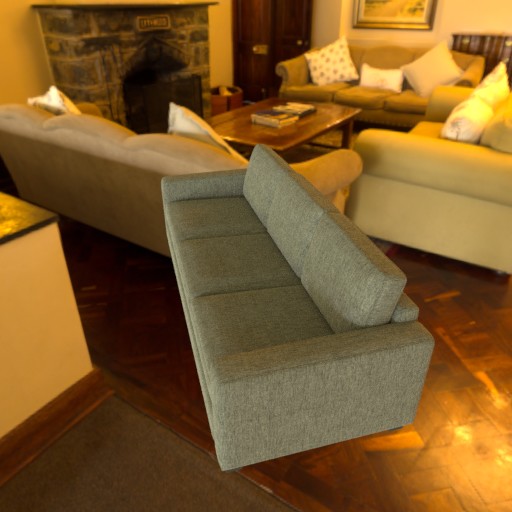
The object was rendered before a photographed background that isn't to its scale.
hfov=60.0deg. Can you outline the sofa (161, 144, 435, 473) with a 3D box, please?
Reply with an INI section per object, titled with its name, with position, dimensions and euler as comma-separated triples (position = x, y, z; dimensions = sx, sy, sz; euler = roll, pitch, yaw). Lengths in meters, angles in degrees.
[sofa]
position = 0.000, 0.000, 2.609
dimensions = 0.900, 0.800, 2.160
euler = -8, 31, -13
